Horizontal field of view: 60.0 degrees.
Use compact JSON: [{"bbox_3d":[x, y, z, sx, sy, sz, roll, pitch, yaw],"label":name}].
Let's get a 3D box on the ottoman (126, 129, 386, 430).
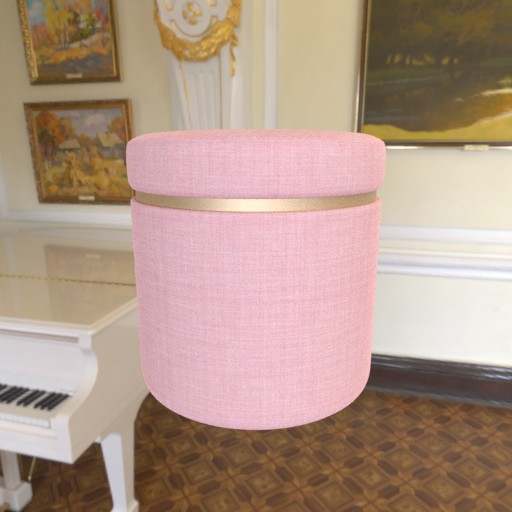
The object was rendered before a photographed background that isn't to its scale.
[{"bbox_3d":[0.000,0.000,0.749,0.400,0.406,0.400,0,14,0],"label":"ottoman"}]
